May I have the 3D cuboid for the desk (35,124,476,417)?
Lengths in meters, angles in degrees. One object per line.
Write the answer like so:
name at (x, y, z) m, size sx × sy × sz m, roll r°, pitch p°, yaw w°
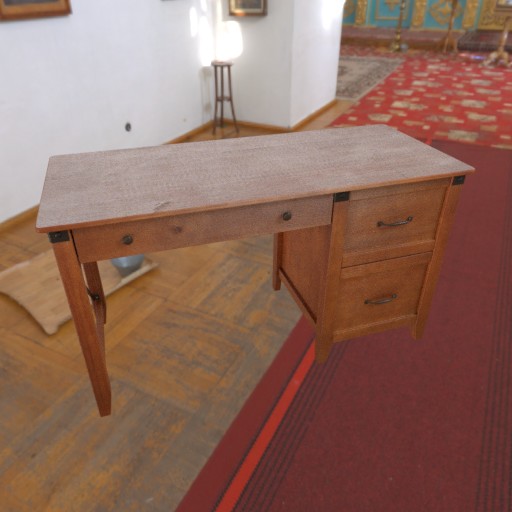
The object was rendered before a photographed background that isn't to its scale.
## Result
desk at (0.000, 0.000, 1.716) m, size 1.353 × 0.756 × 0.574 m, roll -10°, pitch 33°, yaw -15°
